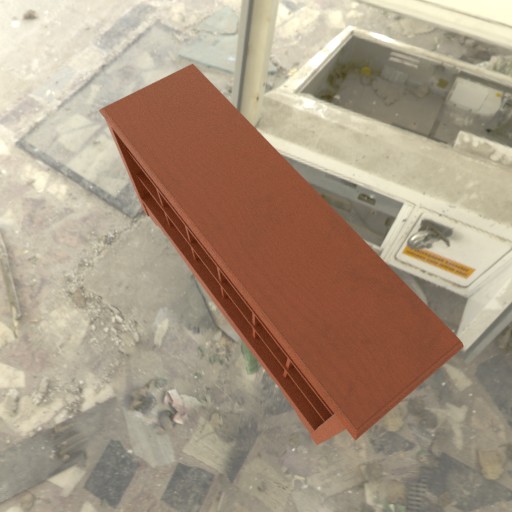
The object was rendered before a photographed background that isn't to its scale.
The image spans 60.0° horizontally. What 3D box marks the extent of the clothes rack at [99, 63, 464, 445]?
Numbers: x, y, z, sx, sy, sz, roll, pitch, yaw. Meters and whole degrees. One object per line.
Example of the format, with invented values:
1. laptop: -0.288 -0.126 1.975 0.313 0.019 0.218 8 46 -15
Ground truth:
1. clothes rack: 0.000 0.000 1.533 0.362 0.594 1.251 -33 68 -15
